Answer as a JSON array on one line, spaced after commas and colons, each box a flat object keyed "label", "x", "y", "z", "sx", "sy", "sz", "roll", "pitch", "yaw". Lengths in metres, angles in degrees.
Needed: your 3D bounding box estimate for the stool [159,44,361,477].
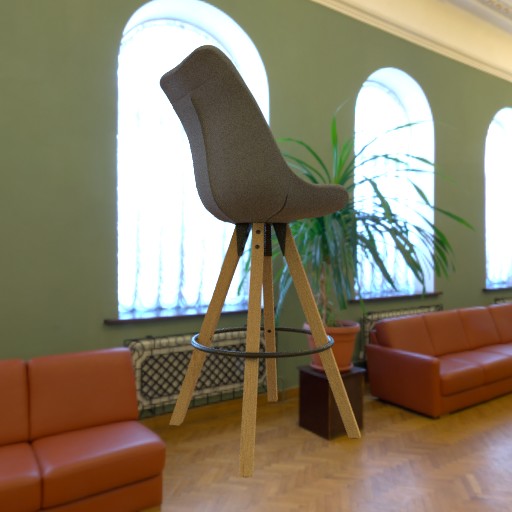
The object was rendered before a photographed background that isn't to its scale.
[{"label": "stool", "x": 0.000, "y": 0.000, "z": 1.406, "sx": 0.550, "sy": 1.115, "sz": 0.485, "roll": 0, "pitch": 0, "yaw": -35}]
